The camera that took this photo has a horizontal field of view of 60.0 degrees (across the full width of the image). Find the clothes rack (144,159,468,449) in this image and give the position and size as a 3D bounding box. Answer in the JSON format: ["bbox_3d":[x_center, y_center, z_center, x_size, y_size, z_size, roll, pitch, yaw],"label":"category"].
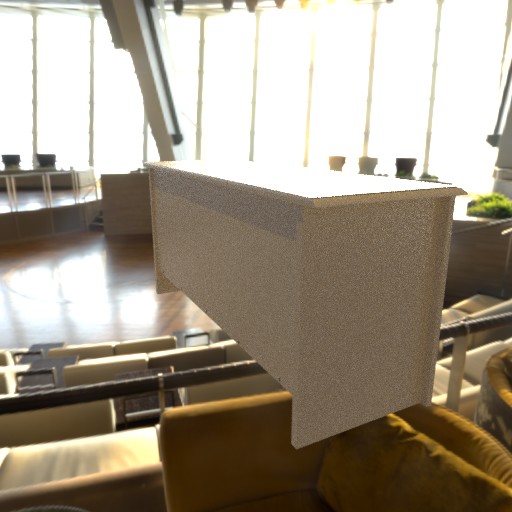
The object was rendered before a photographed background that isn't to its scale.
[{"bbox_3d":[0.000,0.000,1.464,0.405,0.558,1.218,-8,17,-27],"label":"clothes rack"}]
